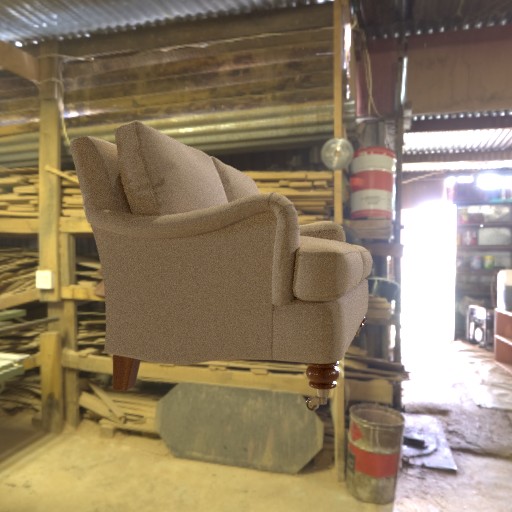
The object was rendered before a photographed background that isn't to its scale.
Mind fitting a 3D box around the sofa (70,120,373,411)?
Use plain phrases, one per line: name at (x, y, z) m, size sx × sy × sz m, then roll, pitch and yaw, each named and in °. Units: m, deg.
sofa at (0.000, 0.000, 2.240) m, size 1.087 × 1.048 × 1.508 m, roll 0°, pitch 0°, yaw 18°
